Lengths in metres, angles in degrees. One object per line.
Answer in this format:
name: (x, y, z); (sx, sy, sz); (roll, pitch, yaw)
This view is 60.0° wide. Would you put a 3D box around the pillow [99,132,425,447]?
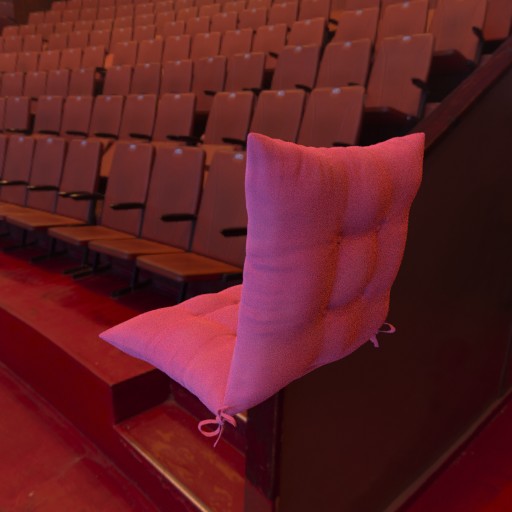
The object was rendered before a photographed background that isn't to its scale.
pillow: (0.000, 0.000, 0.989); (0.541, 0.536, 0.585); (-15, 22, -42)
